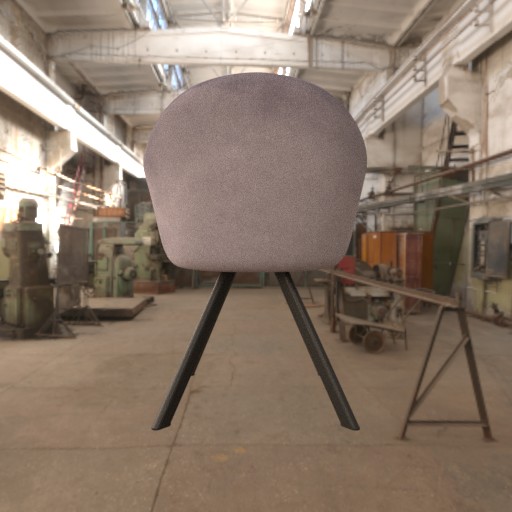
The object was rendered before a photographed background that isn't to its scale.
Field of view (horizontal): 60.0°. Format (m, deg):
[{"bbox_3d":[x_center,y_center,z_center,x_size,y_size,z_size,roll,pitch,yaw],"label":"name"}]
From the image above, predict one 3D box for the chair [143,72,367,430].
[{"bbox_3d":[0.000,0.000,1.175,0.570,0.780,0.540,0,2,0],"label":"chair"}]
